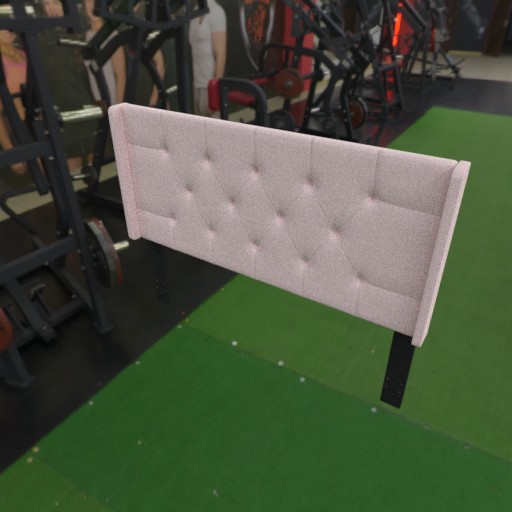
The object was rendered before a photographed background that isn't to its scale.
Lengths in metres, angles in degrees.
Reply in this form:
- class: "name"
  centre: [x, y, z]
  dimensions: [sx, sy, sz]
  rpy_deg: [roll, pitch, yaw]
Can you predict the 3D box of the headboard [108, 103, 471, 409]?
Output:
- class: "headboard"
  centre: [0.000, 0.000, 2.657]
  dimensions: [2.051, 1.524, 0.184]
  rpy_deg: [19, 36, 28]
